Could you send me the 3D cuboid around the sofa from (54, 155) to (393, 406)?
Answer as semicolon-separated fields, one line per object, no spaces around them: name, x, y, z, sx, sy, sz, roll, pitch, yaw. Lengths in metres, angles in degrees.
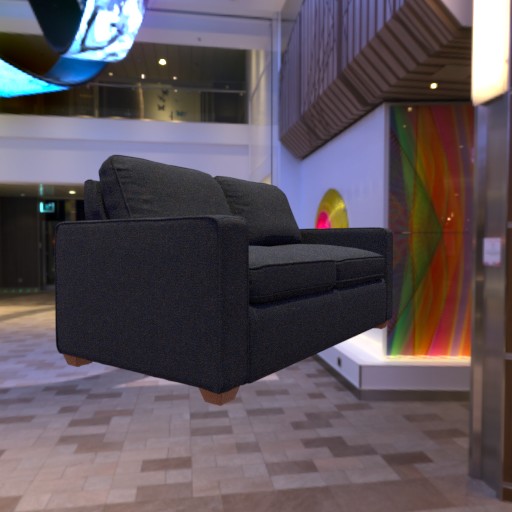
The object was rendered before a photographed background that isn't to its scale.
sofa;0.000;0.000;2.315;0.947;0.918;1.709;1;2;35
